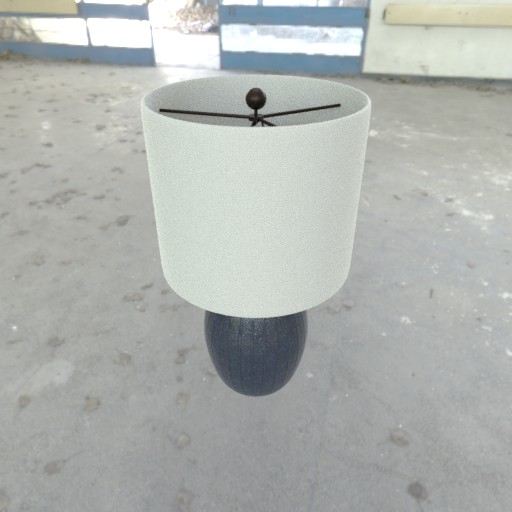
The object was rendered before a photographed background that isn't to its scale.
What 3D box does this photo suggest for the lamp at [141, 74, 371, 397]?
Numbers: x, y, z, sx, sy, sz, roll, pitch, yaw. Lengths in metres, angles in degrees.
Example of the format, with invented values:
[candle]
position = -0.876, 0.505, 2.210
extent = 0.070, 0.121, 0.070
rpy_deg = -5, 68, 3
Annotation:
[lamp]
position = 0.000, 0.000, 0.788
extent = 0.329, 0.570, 0.329
rpy_deg = 9, 33, 13
